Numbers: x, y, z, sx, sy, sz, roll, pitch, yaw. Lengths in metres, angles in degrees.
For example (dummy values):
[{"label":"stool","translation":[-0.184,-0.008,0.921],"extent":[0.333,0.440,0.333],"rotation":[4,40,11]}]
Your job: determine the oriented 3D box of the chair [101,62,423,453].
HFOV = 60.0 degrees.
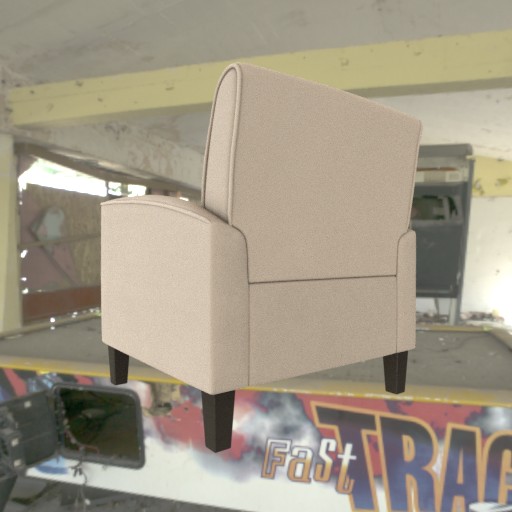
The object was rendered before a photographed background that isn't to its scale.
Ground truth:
[{"label":"chair","translation":[0.000,0.000,1.524],"extent":[0.820,0.915,0.820],"rotation":[0,1,-37]}]
